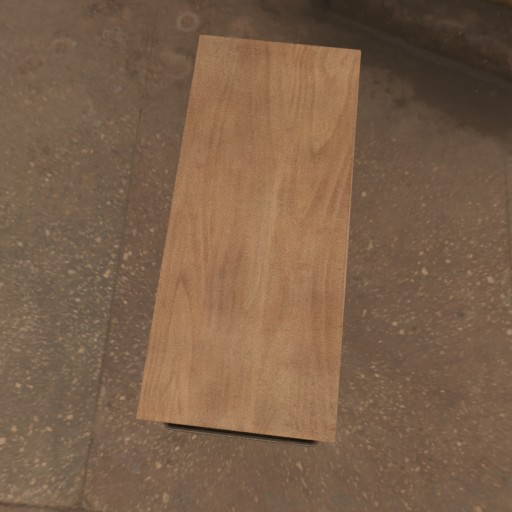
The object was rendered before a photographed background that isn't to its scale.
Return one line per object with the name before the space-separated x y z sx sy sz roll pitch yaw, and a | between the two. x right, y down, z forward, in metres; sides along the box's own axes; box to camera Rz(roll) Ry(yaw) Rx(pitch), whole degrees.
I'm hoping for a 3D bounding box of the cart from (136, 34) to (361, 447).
cart | 0.000 0.000 0.973 0.298 0.554 0.686 6 77 1
